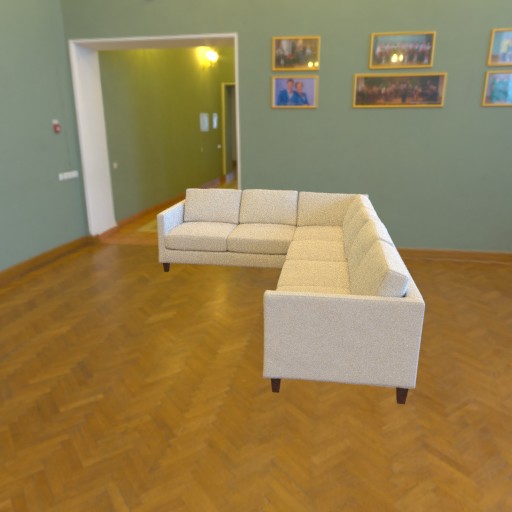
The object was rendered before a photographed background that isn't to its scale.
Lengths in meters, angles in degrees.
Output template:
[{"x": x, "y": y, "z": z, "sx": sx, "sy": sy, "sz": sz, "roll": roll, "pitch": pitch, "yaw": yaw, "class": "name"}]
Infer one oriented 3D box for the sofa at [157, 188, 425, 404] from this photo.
[{"x": 0.000, "y": 0.000, "z": 4.228, "sx": 2.432, "sy": 0.863, "sz": 3.182, "roll": 3, "pitch": 17, "yaw": 9, "class": "sofa"}]
